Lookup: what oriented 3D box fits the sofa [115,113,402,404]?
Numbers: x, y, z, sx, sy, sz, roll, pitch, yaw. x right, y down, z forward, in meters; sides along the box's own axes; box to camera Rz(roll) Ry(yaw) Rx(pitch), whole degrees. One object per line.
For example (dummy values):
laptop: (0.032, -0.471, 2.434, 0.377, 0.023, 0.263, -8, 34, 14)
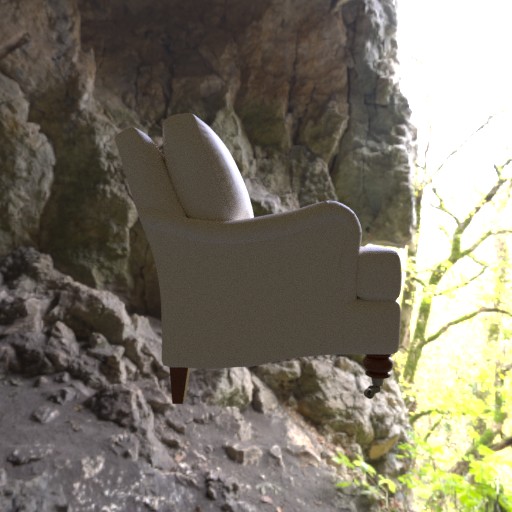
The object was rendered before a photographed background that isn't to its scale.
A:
sofa: (0.000, 0.000, 2.513, 1.084, 1.101, 1.853, 0, 0, -1)
